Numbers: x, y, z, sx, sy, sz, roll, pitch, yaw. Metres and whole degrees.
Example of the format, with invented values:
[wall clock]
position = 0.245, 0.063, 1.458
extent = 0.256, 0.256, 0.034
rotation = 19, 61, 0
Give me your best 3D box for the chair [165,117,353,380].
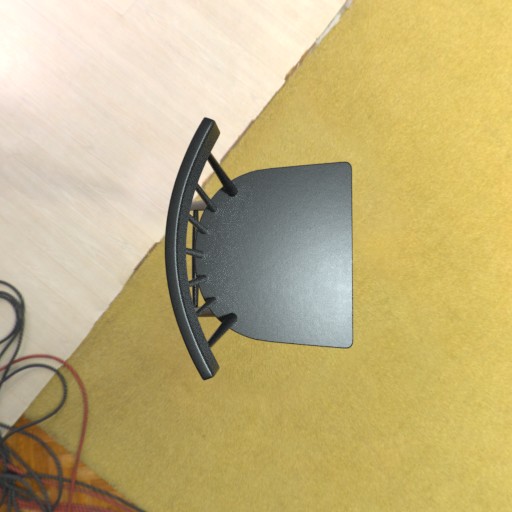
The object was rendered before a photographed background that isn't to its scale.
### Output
[chair]
position = 0.000, 0.000, 1.264
extent = 0.572, 0.952, 0.483
rotation = 0, 88, 0
